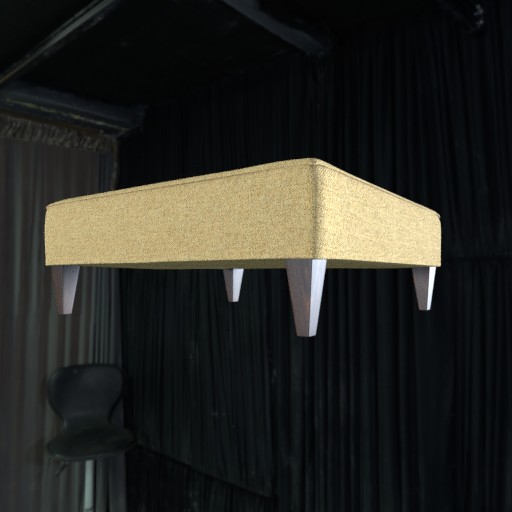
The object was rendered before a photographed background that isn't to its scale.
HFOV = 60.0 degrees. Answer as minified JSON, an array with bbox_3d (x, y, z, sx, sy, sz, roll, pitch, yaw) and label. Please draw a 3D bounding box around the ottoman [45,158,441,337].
[{"bbox_3d":[0.000,0.000,1.506,0.981,0.378,0.970,-2,-3,36],"label":"ottoman"}]
